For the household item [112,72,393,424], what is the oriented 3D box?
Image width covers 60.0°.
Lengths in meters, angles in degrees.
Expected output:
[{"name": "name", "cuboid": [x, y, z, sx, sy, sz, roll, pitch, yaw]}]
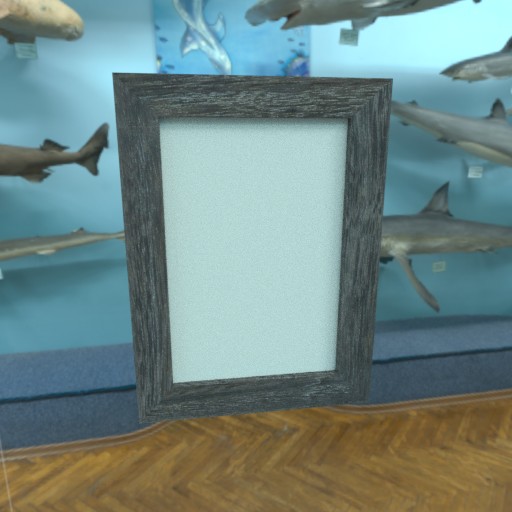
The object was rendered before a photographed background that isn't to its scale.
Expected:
[{"name": "household item", "cuboid": [0.000, 0.000, 0.240, 0.133, 0.180, 0.020, -2, 15, -9]}]
